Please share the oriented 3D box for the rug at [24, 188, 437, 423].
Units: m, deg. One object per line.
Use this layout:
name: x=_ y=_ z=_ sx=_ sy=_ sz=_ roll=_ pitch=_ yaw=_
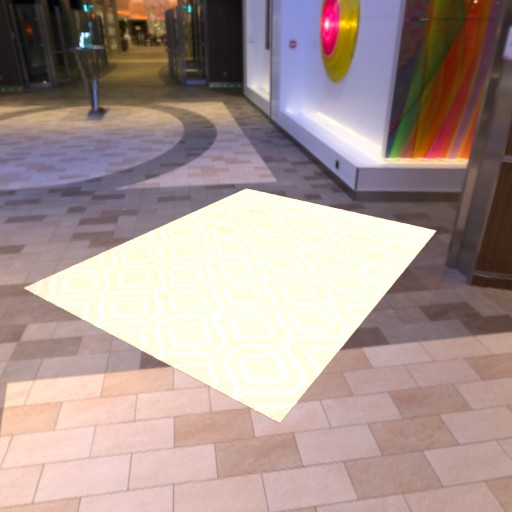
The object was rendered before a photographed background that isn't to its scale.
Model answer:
rug: x=0.000 y=0.000 z=3.842 sx=2.283 sy=0.006 sz=2.892 roll=17 pitch=32 yaw=30
